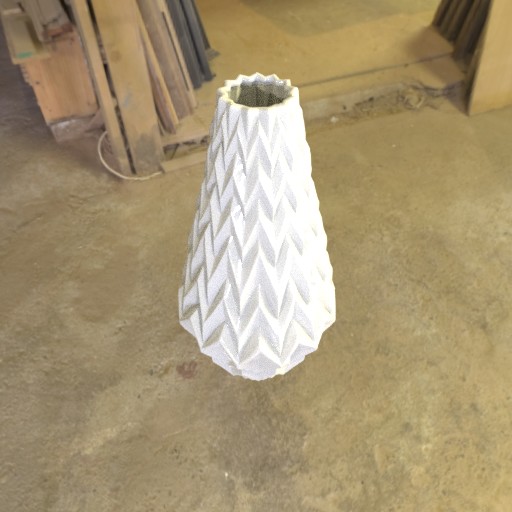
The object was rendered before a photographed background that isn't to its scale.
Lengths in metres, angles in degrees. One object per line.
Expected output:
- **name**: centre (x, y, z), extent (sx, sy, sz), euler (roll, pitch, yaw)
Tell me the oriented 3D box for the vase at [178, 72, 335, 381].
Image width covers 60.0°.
- **vase**: centre (0.000, 0.000, 0.418), extent (0.167, 0.328, 0.167), euler (0, 47, 0)
